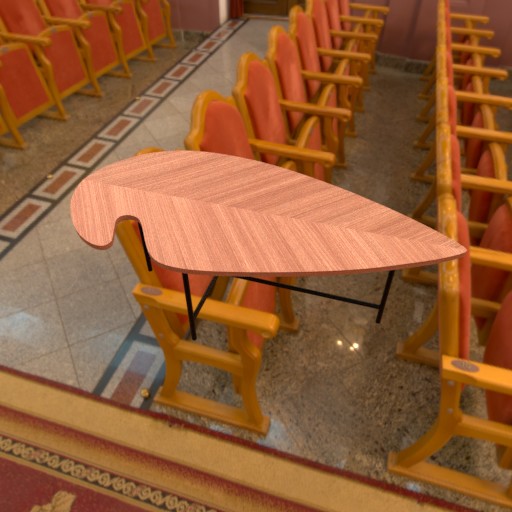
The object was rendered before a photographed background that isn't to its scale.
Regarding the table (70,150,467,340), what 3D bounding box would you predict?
[{"bbox_3d":[0.000,0.000,1.454,1.199,0.360,0.598,12,43,13],"label":"table"}]
